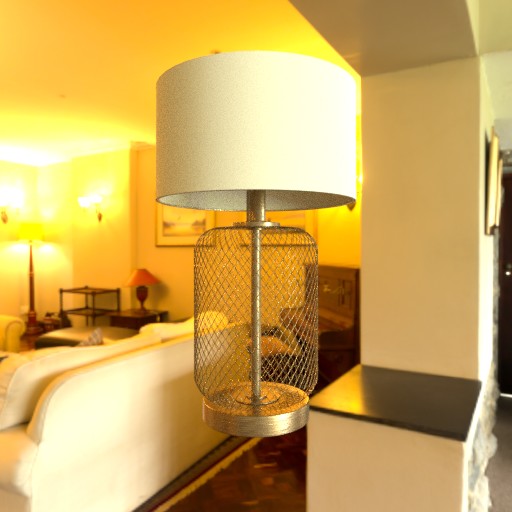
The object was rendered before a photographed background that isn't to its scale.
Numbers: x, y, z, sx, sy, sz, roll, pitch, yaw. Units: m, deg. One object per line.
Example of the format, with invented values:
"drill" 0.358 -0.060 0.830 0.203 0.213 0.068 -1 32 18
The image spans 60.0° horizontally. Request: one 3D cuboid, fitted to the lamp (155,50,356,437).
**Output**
"lamp" 0.000 0.000 0.799 0.353 0.578 0.353 0 1 0
